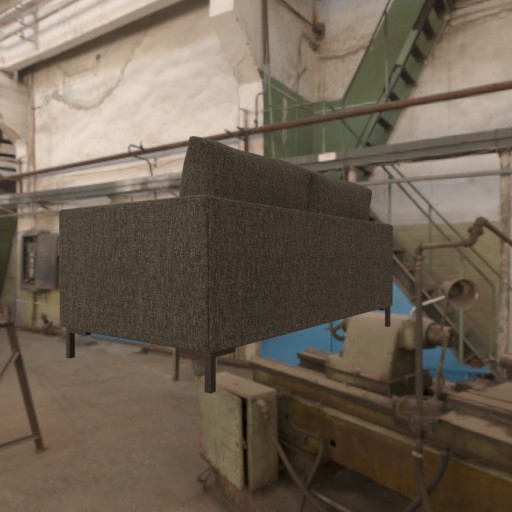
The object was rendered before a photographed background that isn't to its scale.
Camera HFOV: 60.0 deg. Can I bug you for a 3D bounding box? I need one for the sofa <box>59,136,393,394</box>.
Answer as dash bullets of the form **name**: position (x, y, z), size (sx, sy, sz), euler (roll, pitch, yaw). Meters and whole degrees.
- **sofa**: position (0.000, 0.000, 2.296), size (0.866, 0.862, 1.716), euler (0, 0, 36)
